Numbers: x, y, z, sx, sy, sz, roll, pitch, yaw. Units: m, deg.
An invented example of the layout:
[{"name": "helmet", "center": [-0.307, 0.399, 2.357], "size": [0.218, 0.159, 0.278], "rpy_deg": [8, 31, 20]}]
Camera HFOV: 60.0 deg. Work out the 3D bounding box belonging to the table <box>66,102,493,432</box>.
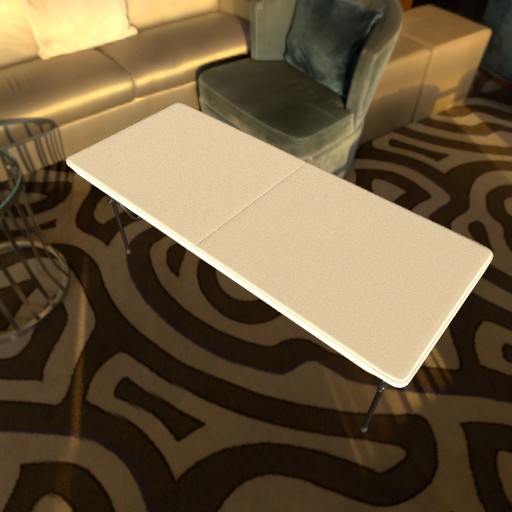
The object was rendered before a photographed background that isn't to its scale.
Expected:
[{"name": "table", "center": [0.000, 0.000, 2.199], "size": [1.829, 0.719, 0.761], "rpy_deg": [32, 55, 26]}]
